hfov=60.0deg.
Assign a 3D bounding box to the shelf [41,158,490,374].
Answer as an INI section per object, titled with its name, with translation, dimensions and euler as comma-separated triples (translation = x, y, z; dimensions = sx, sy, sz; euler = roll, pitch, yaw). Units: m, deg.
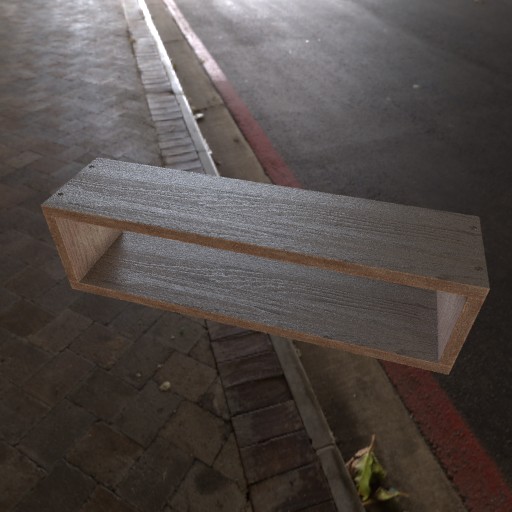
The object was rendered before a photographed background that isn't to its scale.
[shelf]
translation = 0.000, 0.000, 0.689
dimensions = 0.610, 0.170, 0.150
euler = 11, 42, 12
